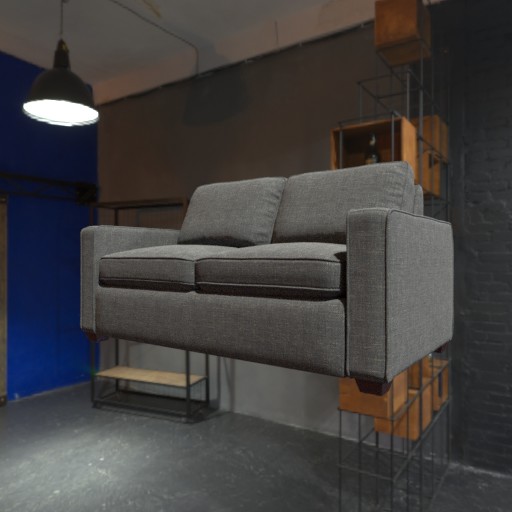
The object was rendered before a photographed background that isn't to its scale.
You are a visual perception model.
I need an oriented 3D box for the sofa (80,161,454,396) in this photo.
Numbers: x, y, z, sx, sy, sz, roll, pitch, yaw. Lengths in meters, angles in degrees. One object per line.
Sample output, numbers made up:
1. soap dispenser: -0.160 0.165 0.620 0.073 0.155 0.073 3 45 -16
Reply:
1. sofa: 0.000 0.000 2.256 1.709 0.918 0.947 0 0 36
